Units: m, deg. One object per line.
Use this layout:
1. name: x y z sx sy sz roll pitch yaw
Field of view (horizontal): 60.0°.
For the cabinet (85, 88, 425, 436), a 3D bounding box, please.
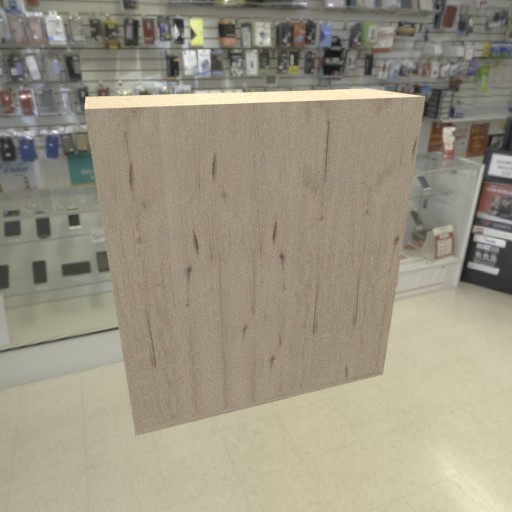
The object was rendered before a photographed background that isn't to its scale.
1. cabinet: 0.000 0.000 3.208 2.000 2.180 0.660 -8 26 -17
